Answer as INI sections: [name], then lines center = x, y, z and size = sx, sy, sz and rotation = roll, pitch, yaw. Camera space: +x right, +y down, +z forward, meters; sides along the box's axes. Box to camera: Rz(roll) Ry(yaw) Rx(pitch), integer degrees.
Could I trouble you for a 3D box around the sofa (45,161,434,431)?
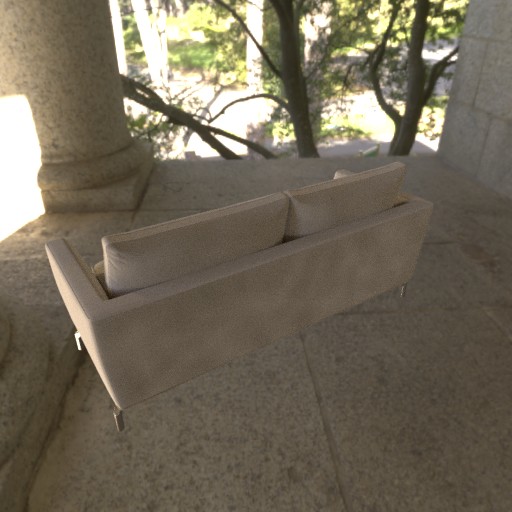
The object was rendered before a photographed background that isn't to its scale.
[sofa]
center = 0.000, 0.000, 2.750
size = 2.214, 1.005, 0.868
rotation = -18, 34, -29
